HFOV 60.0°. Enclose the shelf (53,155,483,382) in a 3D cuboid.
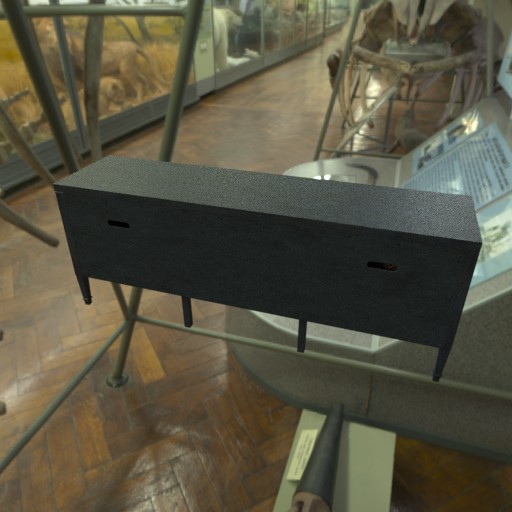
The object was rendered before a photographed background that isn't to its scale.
[{"bbox_3d":[0.000,0.000,2.228,1.878,0.715,0.471,9,32,16],"label":"shelf"}]
